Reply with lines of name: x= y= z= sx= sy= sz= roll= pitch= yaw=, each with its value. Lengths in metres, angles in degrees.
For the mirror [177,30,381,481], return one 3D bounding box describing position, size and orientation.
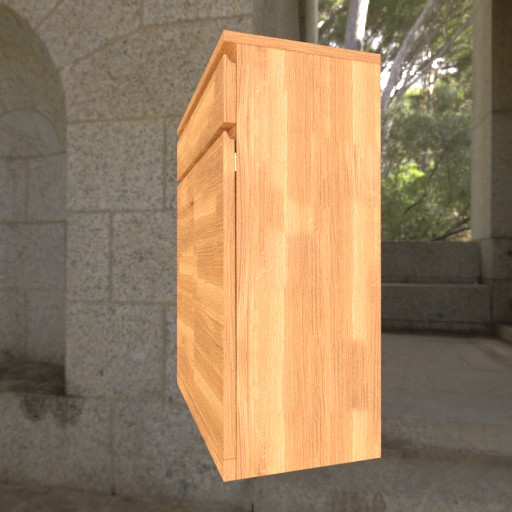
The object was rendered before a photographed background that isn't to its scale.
mirror: x=0.000 y=0.000 z=1.420 sx=0.400 sy=1.000 sz=0.800 roll=0 pitch=0 yaw=-17
